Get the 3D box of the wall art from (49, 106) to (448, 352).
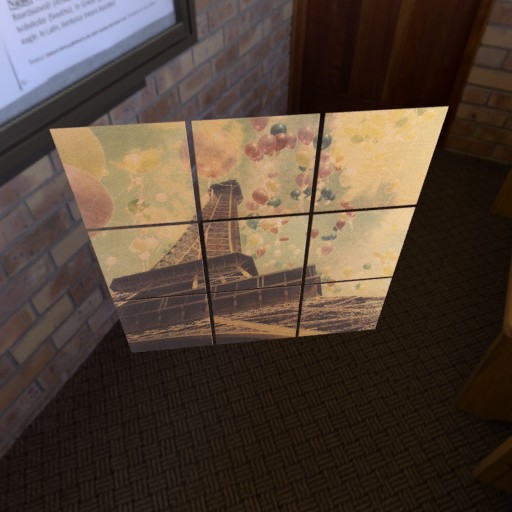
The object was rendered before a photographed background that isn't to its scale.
[{"bbox_3d":[0.000,0.000,2.216,1.517,1.505,0.002,-5,46,-5],"label":"wall art"}]
